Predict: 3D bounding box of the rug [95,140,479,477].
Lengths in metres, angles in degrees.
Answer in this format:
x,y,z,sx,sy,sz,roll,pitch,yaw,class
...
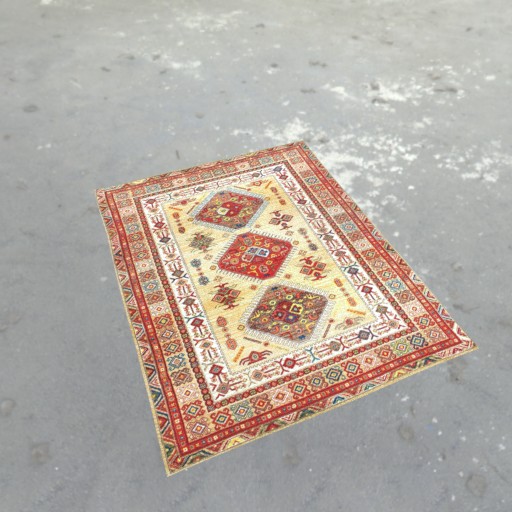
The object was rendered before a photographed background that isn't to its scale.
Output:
x,y,z,sx,sy,sz,roll,pitch,yaw,class
0.000,0.000,4.048,2.460,0.005,3.067,-17,50,-15,rug
